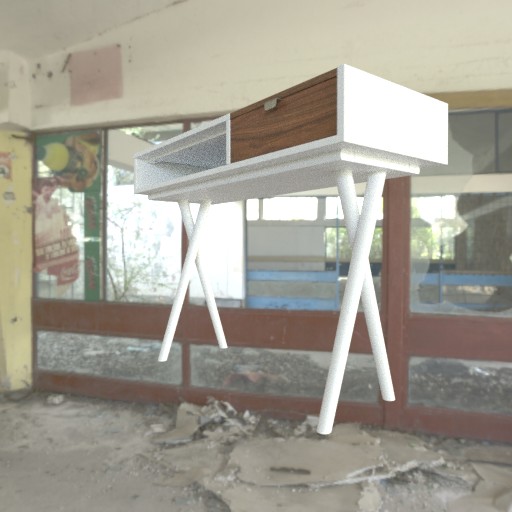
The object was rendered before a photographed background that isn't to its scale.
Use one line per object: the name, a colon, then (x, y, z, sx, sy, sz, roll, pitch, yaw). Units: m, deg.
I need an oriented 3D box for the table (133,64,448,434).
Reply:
table: (0.000, 0.000, 1.431, 0.418, 0.785, 1.066, -1, 1, -38)
